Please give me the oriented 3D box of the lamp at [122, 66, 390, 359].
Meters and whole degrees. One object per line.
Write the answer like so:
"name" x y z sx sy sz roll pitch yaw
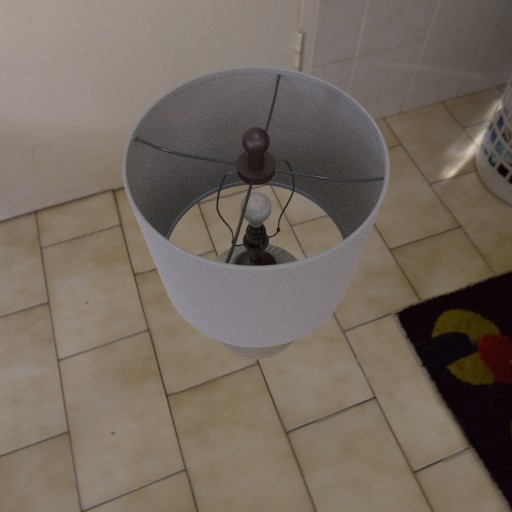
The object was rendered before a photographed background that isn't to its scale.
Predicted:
"lamp" 0.000 0.000 0.746 0.318 0.567 0.318 0 60 0
